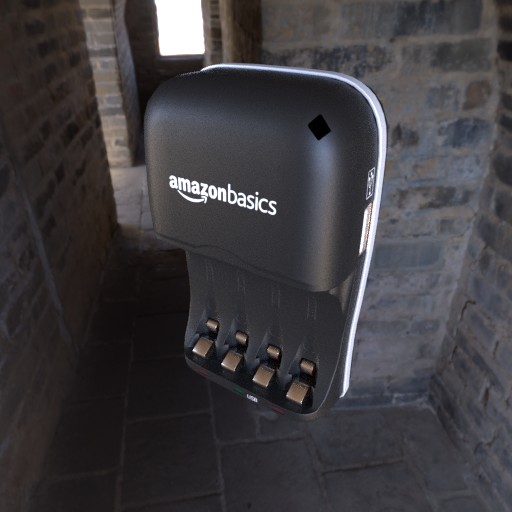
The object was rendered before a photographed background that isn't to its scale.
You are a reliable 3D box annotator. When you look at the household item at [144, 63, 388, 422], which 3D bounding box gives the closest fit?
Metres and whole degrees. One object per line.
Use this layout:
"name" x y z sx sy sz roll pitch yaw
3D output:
"household item" 0.000 0.000 0.147 0.070 0.114 0.038 18 35 28
